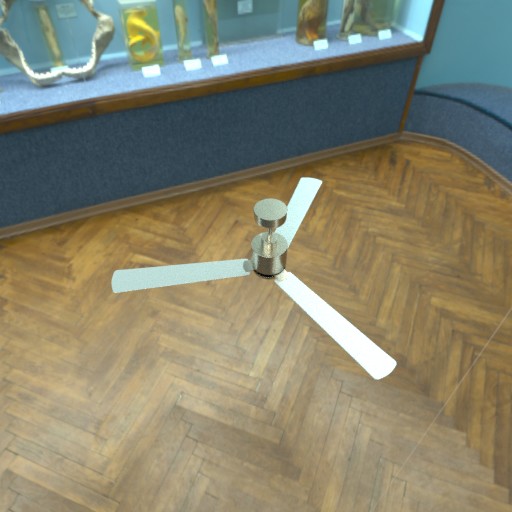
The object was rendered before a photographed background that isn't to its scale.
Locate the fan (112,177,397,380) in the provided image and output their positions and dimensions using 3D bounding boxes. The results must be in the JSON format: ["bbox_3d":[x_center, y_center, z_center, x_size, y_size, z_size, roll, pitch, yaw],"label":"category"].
[{"bbox_3d":[0.000,0.000,2.359,1.531,0.446,1.561,-16,48,-15],"label":"fan"}]
